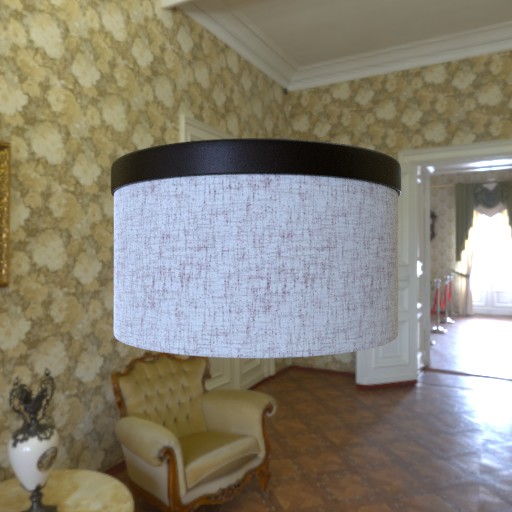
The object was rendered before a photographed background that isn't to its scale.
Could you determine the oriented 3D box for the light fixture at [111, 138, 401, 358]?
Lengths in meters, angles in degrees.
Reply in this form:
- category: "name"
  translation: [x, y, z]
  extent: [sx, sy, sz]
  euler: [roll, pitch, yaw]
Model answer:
- category: "light fixture"
  translation: [0.000, 0.000, 0.625]
  extent: [0.389, 0.229, 0.389]
  euler: [0, 0, 0]
